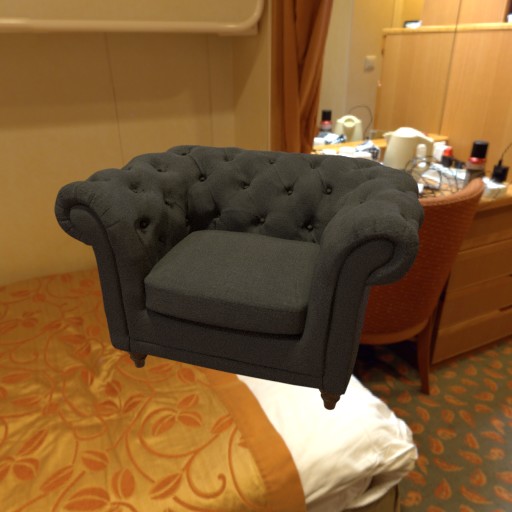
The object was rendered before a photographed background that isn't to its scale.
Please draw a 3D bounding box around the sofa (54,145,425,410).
[{"bbox_3d":[0.000,0.000,2.100,1.405,0.878,1.032,8,27,15],"label":"sofa"}]
